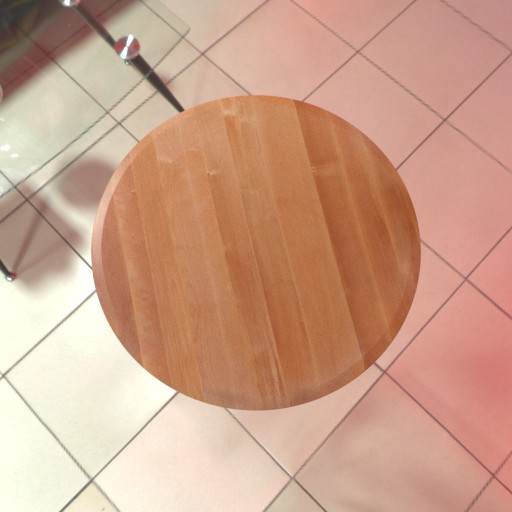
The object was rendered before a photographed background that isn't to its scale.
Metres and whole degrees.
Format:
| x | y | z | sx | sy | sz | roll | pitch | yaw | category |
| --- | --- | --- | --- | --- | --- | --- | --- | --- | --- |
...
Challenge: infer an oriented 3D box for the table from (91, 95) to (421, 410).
| x | y | z | sx | sy | sz | roll | pitch | yaw | category |
| --- | --- | --- | --- | --- | --- | --- | --- | --- | --- |
| 0.000 | 0.000 | 1.401 | 0.900 | 0.400 | 0.900 | 0 | 74 | 0 | table |
